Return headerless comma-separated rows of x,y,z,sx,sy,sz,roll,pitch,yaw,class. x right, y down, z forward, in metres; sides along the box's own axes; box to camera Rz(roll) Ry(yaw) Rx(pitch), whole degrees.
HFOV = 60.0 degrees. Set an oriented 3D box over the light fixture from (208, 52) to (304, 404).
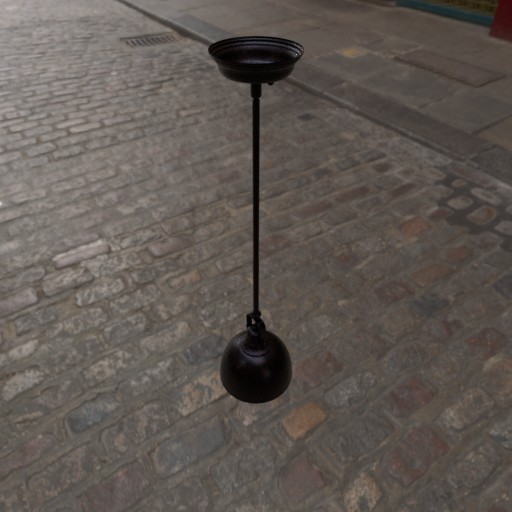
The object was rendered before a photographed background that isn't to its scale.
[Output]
0.000,0.000,0.875,0.182,0.768,0.182,-24,46,-26,light fixture
